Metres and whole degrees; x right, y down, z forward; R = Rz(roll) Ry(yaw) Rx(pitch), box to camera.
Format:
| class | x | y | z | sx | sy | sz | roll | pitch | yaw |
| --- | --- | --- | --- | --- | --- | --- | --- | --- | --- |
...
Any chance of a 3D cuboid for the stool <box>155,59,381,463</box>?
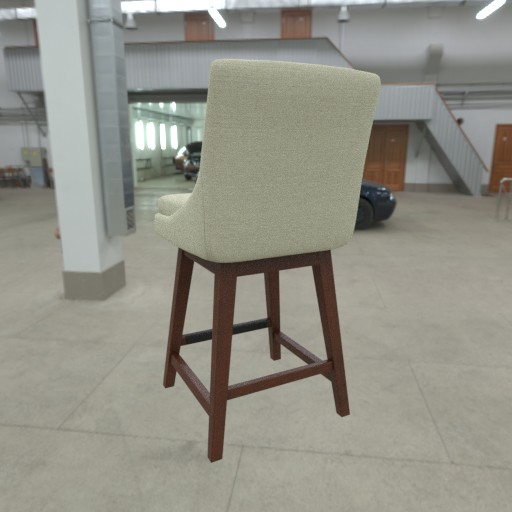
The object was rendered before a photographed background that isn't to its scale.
| class | x | y | z | sx | sy | sz | roll | pitch | yaw |
| --- | --- | --- | --- | --- | --- | --- | --- | --- | --- |
| stool | 0.000 | 0.000 | 1.323 | 0.469 | 0.991 | 0.559 | -7 | 16 | -27 |
